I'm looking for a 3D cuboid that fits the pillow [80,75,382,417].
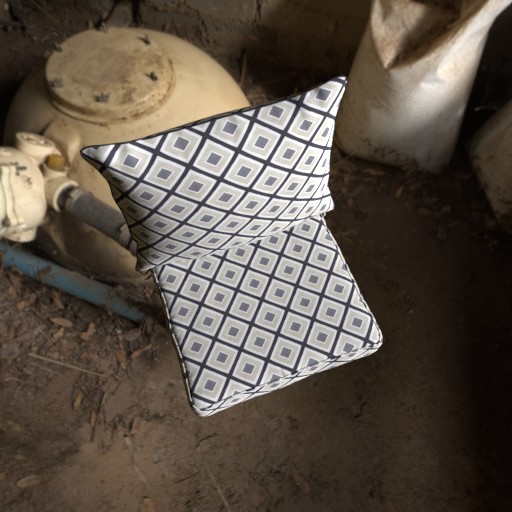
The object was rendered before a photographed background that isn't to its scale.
[{"bbox_3d":[0.000,0.000,1.401,0.798,0.722,0.733,-18,66,-9],"label":"pillow"}]
